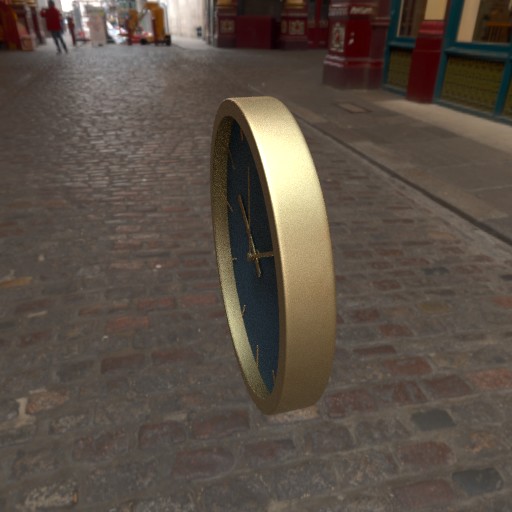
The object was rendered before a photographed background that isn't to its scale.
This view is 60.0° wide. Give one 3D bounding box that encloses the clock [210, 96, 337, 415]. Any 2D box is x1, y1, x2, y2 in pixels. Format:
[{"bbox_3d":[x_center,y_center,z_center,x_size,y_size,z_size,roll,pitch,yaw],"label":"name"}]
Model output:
[{"bbox_3d":[0.000,0.000,0.464,0.040,0.314,0.314,-8,30,-13],"label":"clock"}]
